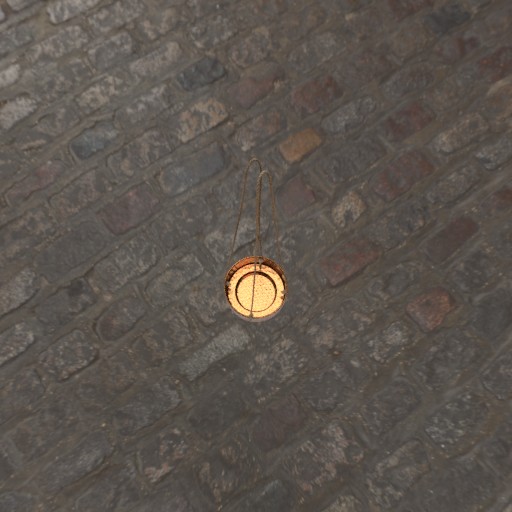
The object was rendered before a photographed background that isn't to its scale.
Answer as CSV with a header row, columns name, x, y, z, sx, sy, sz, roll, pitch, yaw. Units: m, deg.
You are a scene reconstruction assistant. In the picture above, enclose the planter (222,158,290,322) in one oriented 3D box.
name,x,y,z,sx,sy,sz,roll,pitch,yaw
planter,0.000,0.000,1.155,0.223,1.030,0.223,-35,77,-9
